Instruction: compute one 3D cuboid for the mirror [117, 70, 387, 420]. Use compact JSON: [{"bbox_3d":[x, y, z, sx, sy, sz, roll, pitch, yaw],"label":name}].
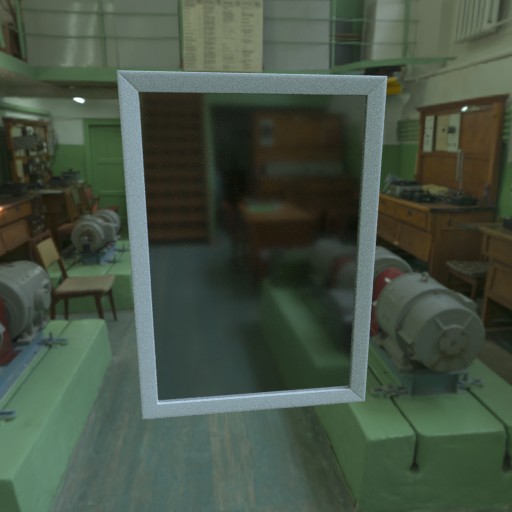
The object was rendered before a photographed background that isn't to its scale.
[{"bbox_3d":[0.000,0.000,0.931,0.507,0.710,0.040,-2,15,-8],"label":"mirror"}]
